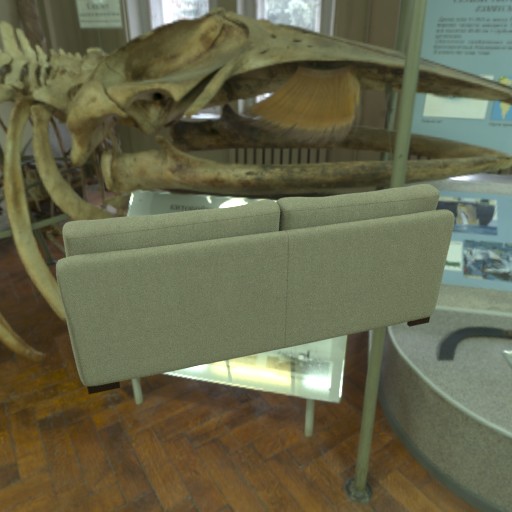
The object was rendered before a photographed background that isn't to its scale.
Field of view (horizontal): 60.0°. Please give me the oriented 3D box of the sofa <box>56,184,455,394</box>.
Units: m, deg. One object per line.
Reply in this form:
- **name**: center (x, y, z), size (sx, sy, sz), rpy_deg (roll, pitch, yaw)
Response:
- **sofa**: center (0.000, 0.000, 2.982), size (2.354, 0.980, 0.962), rpy_deg (-8, 27, -16)
